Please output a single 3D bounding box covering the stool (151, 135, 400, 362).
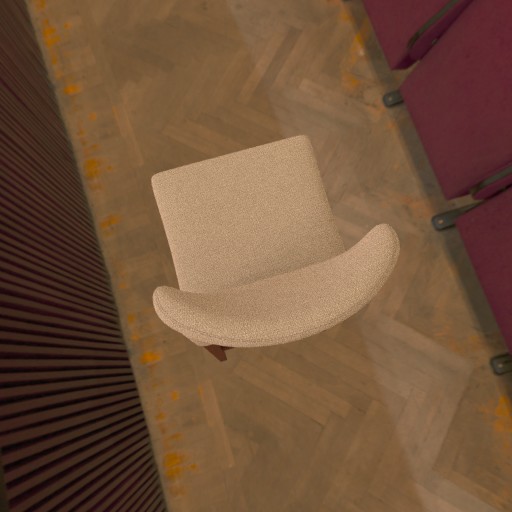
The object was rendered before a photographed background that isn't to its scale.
[{"bbox_3d":[0.000,0.000,1.332,0.481,1.069,0.568,-16,77,-4],"label":"stool"}]
